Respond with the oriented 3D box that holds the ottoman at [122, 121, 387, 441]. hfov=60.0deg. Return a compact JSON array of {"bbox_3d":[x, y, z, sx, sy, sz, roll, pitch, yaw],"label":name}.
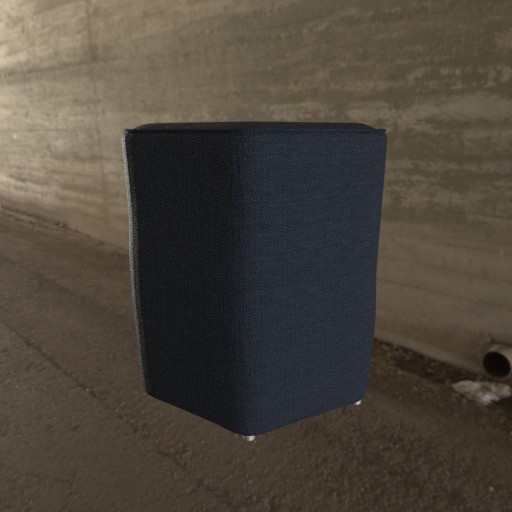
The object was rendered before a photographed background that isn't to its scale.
[{"bbox_3d":[0.000,0.000,0.885,0.454,0.505,0.492,2,15,7],"label":"ottoman"}]
